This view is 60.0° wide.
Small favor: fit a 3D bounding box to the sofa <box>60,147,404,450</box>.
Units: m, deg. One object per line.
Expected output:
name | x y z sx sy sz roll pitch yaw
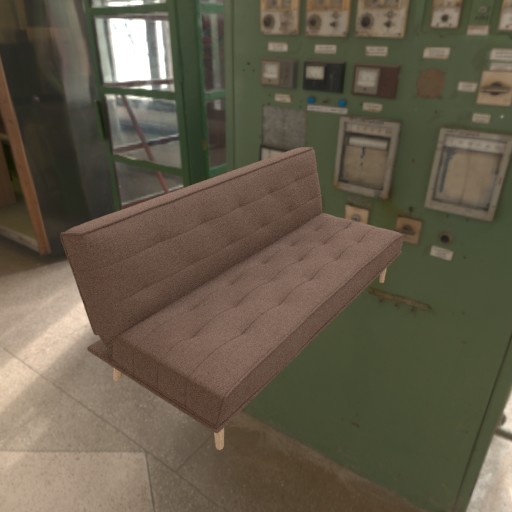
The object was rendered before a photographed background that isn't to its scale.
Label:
sofa | 0.000 0.000 2.414 1.038 0.810 1.820 19 32 32
